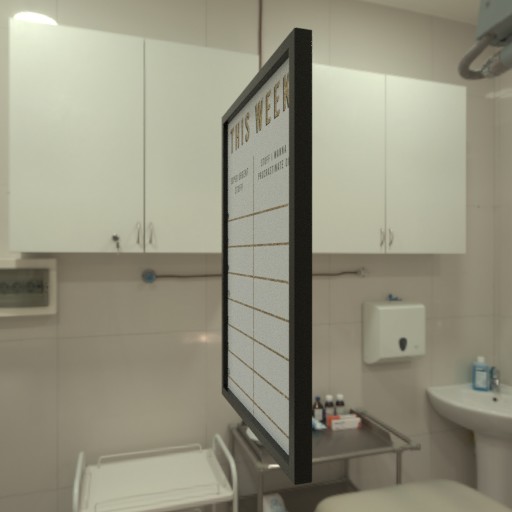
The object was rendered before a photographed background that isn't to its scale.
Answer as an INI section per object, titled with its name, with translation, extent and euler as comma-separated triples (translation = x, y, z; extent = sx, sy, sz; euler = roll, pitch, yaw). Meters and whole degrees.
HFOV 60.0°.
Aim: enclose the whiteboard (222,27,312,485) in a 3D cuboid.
[whiteboard]
translation = 0.000, 0.000, 0.786
extent = 0.026, 0.611, 0.406
euler = 0, 0, -18
